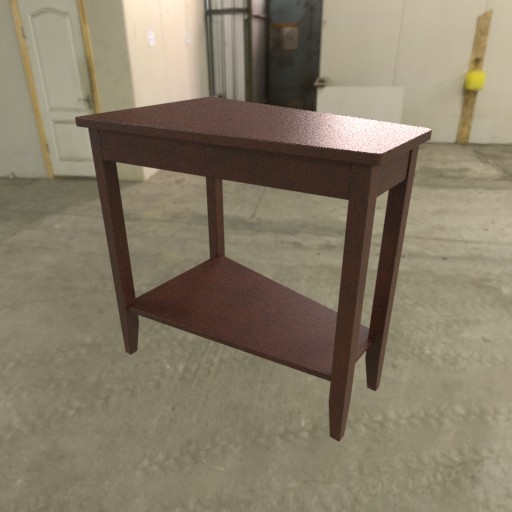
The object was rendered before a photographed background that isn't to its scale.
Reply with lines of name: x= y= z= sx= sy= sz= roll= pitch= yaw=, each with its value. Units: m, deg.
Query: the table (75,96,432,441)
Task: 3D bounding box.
table: x=0.000 y=0.000 z=0.986 sx=0.605 sy=0.589 sz=0.399 roll=19 pitch=32 yaw=33
